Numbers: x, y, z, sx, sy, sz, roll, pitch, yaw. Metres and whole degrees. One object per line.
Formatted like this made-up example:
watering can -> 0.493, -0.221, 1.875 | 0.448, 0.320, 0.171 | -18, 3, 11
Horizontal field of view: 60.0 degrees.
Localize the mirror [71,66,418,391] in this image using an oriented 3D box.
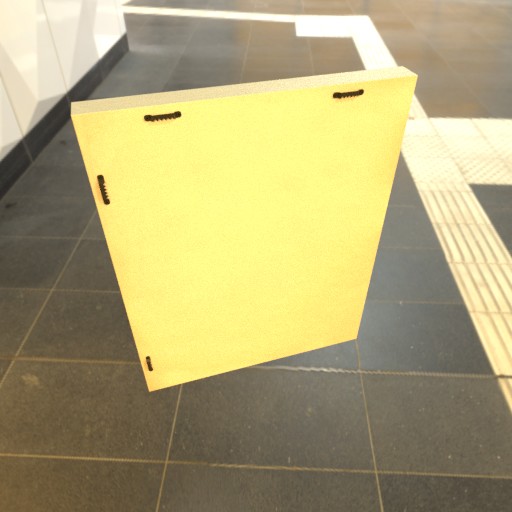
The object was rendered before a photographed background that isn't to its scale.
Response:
mirror -> 0.000, 0.000, 0.675 | 0.406, 0.509, 0.041 | -11, 42, -13
